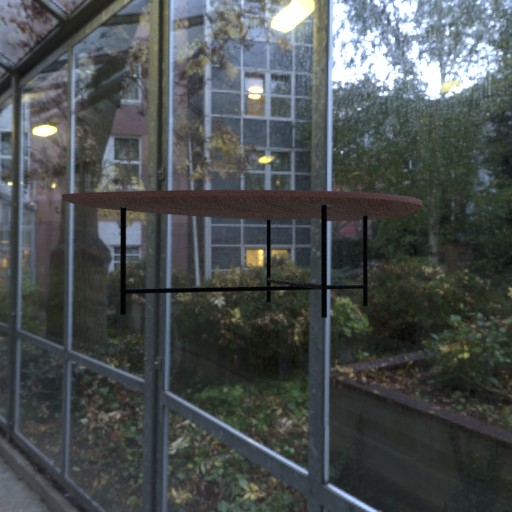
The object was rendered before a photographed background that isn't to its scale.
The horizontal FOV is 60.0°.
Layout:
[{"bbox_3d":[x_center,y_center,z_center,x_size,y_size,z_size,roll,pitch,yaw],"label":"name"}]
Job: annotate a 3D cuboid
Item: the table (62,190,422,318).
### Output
[{"bbox_3d":[0.000,0.000,1.484,1.199,0.360,0.598,0,-1,-17],"label":"table"}]
